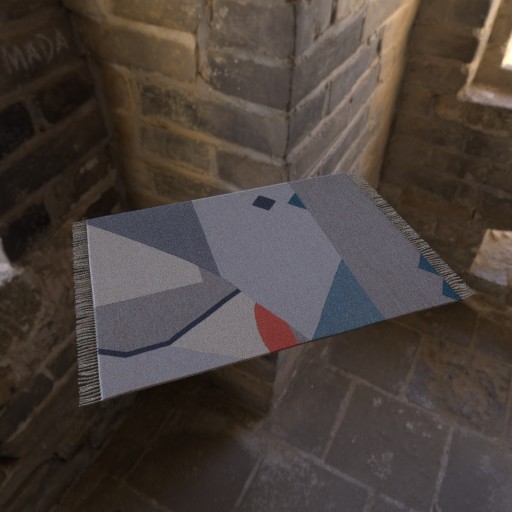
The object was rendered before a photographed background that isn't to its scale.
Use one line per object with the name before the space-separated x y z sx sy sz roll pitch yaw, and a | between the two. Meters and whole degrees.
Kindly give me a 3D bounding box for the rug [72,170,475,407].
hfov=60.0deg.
rug | 0.000 0.000 2.331 1.828 0.005 1.220 -13 43 -14
